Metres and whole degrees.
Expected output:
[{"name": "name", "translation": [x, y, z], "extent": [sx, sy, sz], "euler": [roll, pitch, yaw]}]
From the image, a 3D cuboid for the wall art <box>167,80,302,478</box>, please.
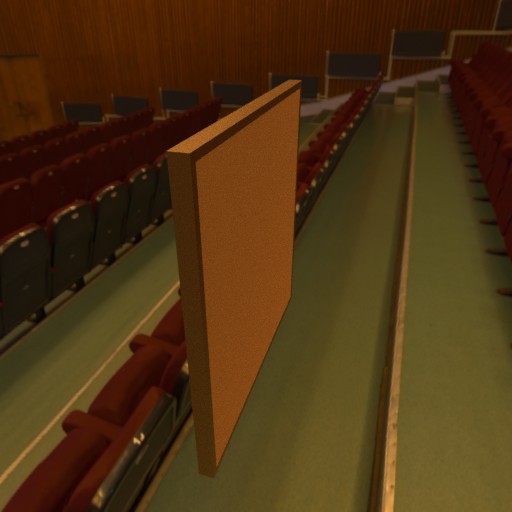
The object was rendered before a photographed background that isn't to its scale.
[{"name": "wall art", "translation": [0.000, 0.000, 1.156], "extent": [0.038, 0.762, 0.762], "euler": [9, 31, 15]}]
